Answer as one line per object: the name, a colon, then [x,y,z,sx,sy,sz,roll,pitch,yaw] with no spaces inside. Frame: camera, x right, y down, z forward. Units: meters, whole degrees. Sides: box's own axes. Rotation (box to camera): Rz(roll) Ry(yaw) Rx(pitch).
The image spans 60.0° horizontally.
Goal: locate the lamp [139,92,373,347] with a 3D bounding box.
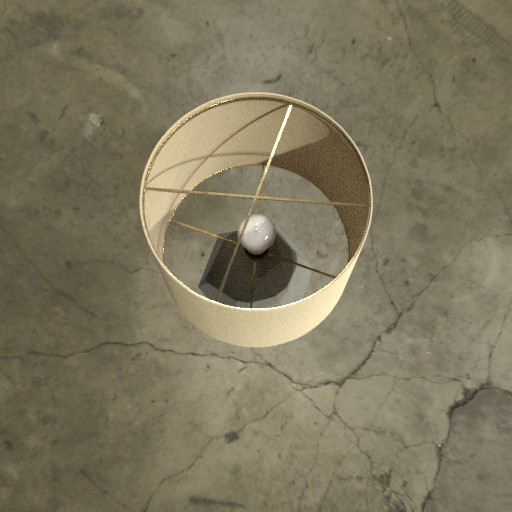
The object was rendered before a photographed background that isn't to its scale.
lamp: [0.000,0.000,0.677,0.276,0.501,0.276,0,76,0]
